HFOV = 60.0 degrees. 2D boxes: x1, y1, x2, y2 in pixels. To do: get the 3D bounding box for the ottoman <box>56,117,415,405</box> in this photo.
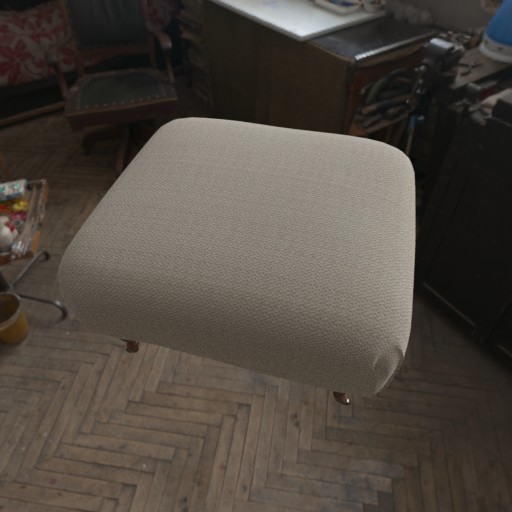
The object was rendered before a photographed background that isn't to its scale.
[{"bbox_3d":[0.000,0.000,1.071,0.684,0.447,0.622,11,48,10],"label":"ottoman"}]
